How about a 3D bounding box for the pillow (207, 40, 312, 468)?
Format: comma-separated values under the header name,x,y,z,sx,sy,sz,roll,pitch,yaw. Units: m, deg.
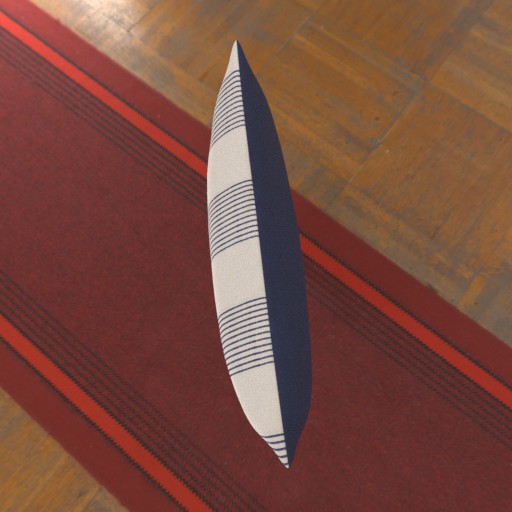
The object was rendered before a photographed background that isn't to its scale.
name,x,y,z,sx,sy,sz,roll,pitch,yaw
pillow,0.000,0.000,0.734,0.151,0.287,0.610,-6,75,-2
